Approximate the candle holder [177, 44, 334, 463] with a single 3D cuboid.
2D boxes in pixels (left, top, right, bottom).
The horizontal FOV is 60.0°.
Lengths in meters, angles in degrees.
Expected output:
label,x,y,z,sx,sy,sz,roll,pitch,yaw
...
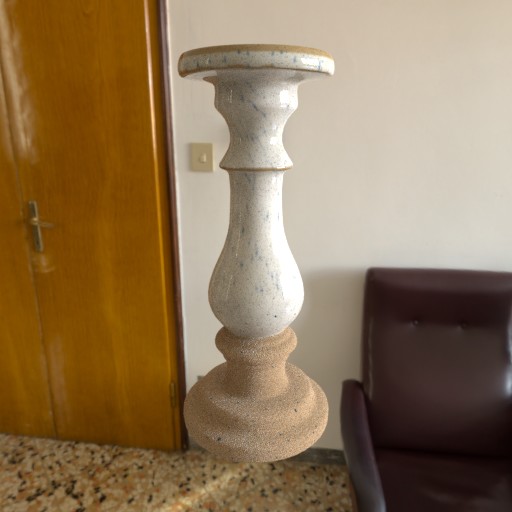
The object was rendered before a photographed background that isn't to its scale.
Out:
label,x,y,z,sx,sy,sz,roll,pitch,yaw
candle holder,0.000,0.000,0.245,0.088,0.203,0.088,0,16,0
